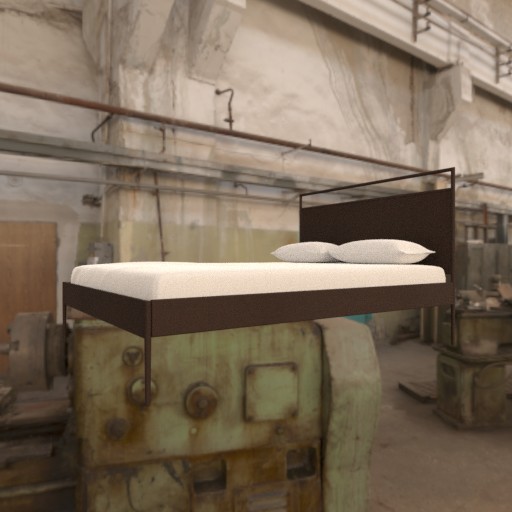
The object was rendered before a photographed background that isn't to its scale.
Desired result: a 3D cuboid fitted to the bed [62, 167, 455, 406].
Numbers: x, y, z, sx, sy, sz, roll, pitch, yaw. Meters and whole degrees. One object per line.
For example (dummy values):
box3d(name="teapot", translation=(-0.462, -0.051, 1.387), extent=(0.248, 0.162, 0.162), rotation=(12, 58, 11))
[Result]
box3d(name="bed", translation=(0.000, 0.000, 2.971), extent=(2.122, 1.173, 1.572), rotation=(0, 0, -35))
